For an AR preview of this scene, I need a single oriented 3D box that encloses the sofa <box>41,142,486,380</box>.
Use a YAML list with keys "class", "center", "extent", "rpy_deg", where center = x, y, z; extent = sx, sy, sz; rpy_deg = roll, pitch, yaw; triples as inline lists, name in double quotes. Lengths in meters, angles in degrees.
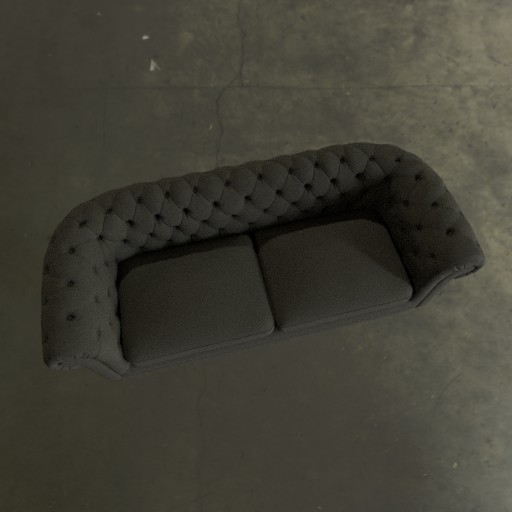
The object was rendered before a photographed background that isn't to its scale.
- class: "sofa"
  center: [0.000, 0.000, 2.715]
  extent: [2.362, 0.762, 0.991]
  rpy_deg: [-12, 64, -6]
